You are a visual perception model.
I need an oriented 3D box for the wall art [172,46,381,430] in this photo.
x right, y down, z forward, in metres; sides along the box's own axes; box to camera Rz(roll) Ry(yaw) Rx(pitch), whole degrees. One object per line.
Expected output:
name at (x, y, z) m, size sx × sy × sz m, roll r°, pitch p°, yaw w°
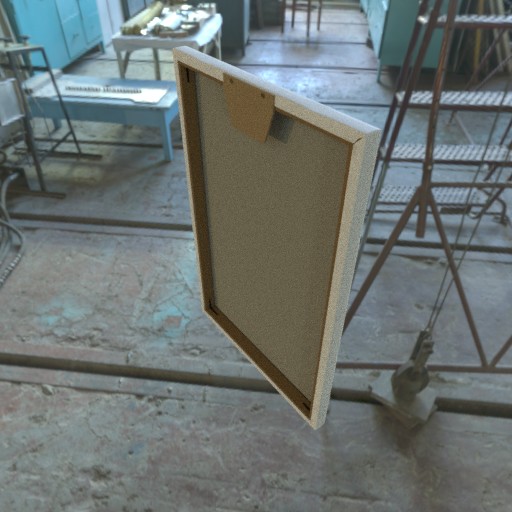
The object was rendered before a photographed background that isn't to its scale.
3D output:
wall art at (0.000, 0.000, 1.179) m, size 0.048 × 0.916 × 0.602 m, roll -27°, pitch 47°, yaw -28°
